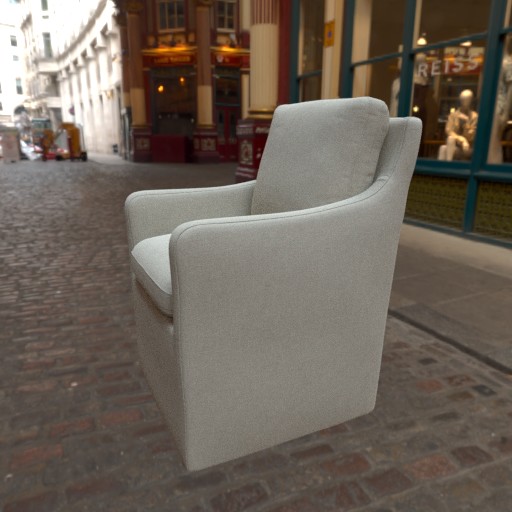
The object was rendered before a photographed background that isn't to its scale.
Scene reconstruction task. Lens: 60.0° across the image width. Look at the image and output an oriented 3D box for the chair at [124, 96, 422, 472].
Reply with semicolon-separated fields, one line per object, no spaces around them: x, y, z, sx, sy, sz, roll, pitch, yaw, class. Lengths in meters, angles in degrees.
0.000;0.000;1.361;0.694;0.914;0.626;-8;18;-25;chair
